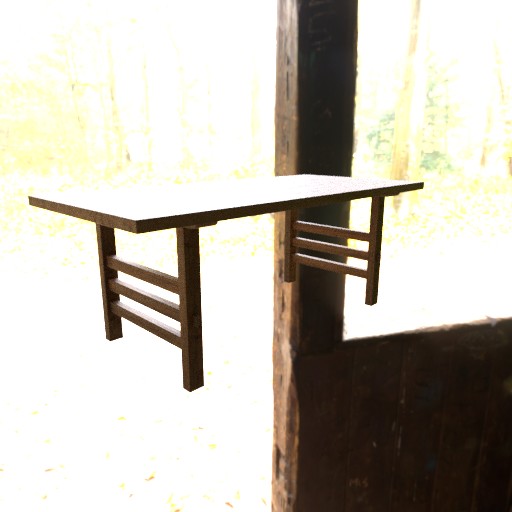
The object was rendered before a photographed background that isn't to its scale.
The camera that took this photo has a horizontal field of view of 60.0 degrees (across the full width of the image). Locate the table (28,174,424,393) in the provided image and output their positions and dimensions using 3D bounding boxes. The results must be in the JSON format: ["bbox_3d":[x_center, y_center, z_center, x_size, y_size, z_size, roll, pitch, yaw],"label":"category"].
[{"bbox_3d":[0.000,0.000,2.480,2.003,0.760,0.952,-14,20,-43],"label":"table"}]
